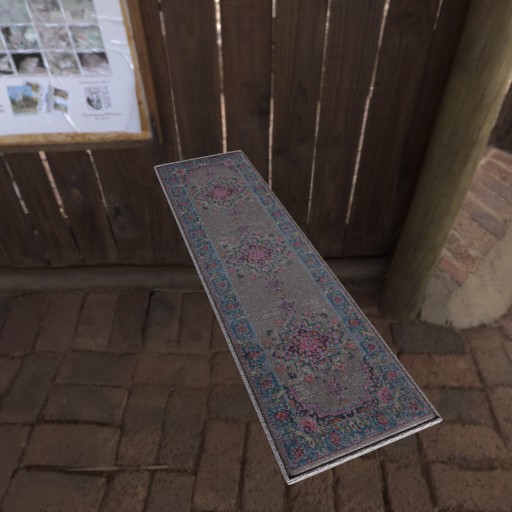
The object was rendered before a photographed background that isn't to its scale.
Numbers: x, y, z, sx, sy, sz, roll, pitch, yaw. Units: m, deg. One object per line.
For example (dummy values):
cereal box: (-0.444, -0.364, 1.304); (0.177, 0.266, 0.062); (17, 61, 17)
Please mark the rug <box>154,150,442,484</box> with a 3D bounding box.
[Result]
rug: (0.000, 0.000, 2.419); (0.659, 0.019, 2.297); (-15, 44, -16)
